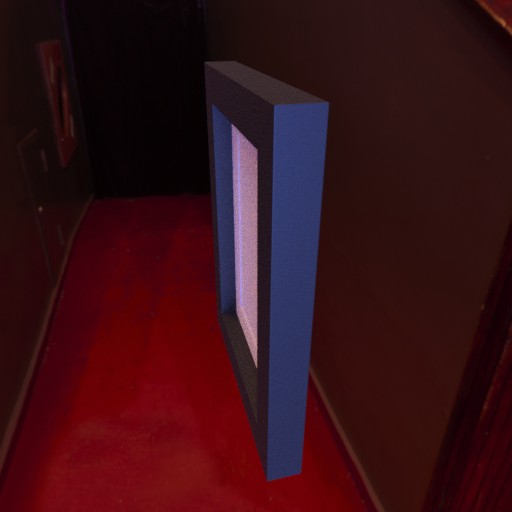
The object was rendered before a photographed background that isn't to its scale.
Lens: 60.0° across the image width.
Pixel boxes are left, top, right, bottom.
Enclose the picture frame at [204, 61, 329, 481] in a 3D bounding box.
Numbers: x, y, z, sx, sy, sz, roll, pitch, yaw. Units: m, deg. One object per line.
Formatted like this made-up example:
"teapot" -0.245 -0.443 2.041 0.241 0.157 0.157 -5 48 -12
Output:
"picture frame" 0.000 0.000 0.274 0.028 0.208 0.157 -7 30 -13
